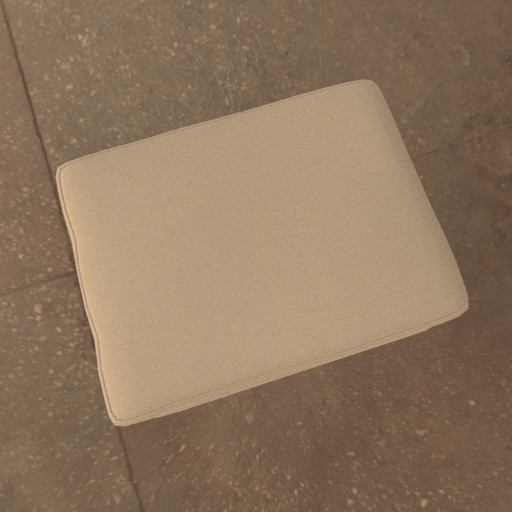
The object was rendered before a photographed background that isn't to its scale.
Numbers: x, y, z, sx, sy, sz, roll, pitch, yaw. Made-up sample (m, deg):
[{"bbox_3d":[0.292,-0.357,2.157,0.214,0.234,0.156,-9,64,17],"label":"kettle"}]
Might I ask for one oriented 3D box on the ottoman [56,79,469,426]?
[{"bbox_3d":[0.000,0.000,1.173,0.818,0.485,0.634,-17,77,-4],"label":"ottoman"}]
